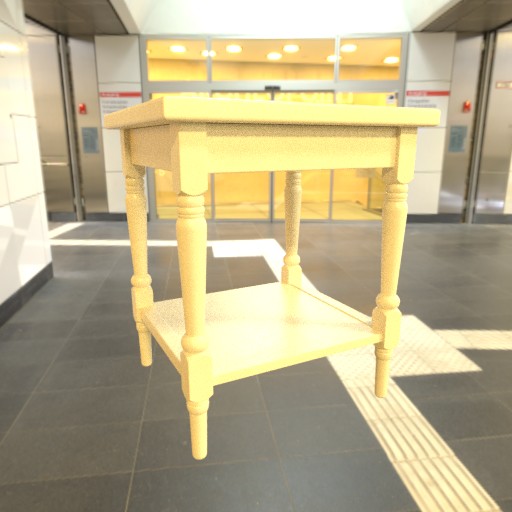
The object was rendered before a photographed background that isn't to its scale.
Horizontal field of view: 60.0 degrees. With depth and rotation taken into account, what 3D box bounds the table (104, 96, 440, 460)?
[{"bbox_3d":[0.000,0.000,0.913,0.488,0.565,0.442,-7,16,-26],"label":"table"}]
